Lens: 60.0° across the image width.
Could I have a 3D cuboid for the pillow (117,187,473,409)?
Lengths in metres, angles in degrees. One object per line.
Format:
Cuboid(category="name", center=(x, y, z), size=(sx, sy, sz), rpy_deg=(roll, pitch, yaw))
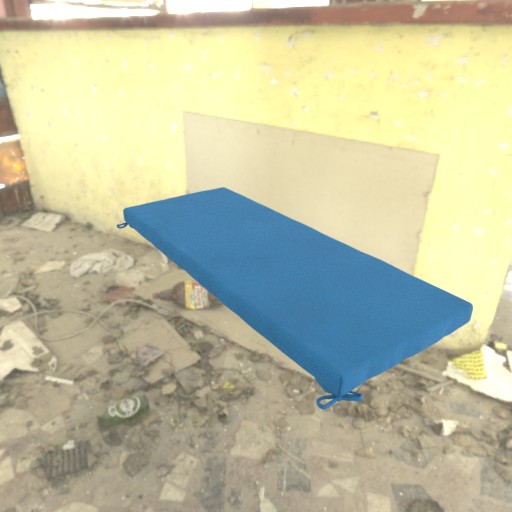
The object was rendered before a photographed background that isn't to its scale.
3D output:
Cuboid(category="pillow", center=(0.000, 0.000, 1.369), size=(0.492, 0.081, 1.187), rpy_deg=(-18, 31, -31))
